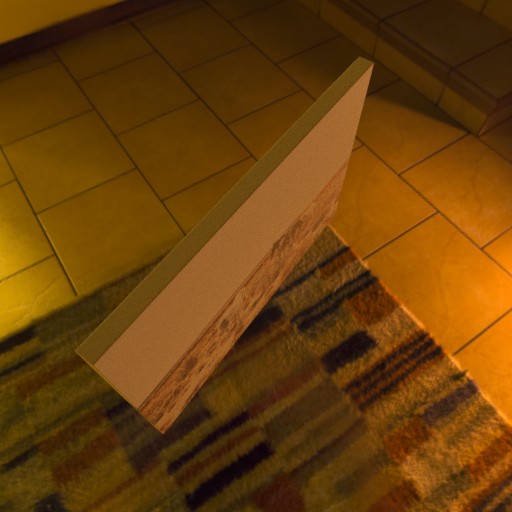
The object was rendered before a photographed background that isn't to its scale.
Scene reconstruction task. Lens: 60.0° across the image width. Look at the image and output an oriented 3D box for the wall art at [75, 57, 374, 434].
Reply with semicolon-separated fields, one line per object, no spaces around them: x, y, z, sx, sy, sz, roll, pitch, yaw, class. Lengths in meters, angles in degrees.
0.000;0.000;1.421;0.051;0.761;1.138;32;64;18;wall art
